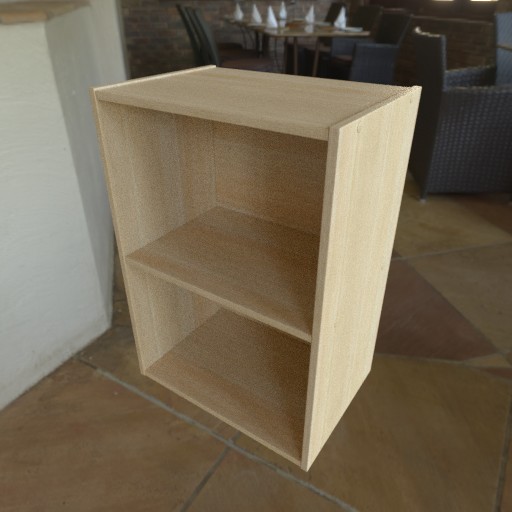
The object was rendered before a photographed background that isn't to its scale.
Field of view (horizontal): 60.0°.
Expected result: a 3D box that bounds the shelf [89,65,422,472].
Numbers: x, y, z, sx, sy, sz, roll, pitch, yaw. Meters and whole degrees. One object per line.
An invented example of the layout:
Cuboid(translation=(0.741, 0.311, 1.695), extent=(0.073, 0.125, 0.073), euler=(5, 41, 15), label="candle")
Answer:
Cuboid(translation=(0.000, 0.000, 0.818), extent=(0.414, 0.592, 0.290), euler=(19, 36, 29), label="shelf")
